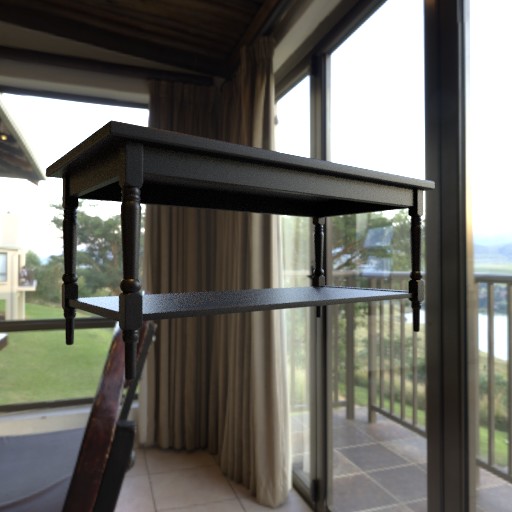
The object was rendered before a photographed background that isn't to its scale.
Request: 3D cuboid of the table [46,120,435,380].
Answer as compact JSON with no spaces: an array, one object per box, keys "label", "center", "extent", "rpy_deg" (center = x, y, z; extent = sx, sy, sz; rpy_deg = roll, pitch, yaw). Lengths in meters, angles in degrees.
[{"label":"table","center":[0.000,0.000,1.390],"extent":[1.107,0.510,0.550],"rpy_deg":[0,-1,-37]}]
